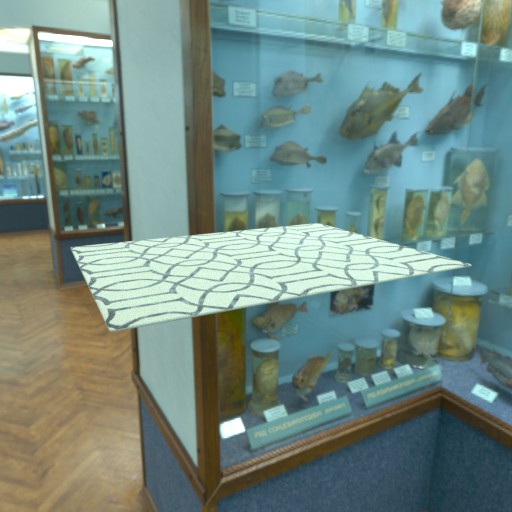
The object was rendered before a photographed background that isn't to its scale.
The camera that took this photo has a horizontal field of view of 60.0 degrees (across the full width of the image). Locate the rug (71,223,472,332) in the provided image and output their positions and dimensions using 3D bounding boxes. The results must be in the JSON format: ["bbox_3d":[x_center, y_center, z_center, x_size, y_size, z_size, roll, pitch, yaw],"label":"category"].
[{"bbox_3d":[0.000,0.000,3.988,2.910,0.021,2.211,-7,16,-26],"label":"rug"}]
